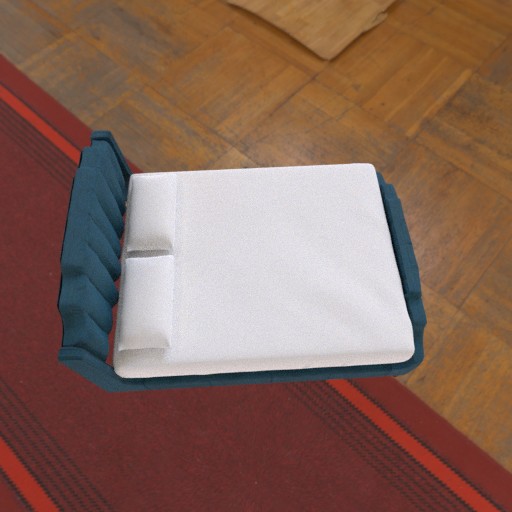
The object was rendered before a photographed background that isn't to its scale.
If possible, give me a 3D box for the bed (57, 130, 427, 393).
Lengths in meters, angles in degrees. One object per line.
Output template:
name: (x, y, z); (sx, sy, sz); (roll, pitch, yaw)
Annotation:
bed: (0.000, 0.000, 3.286); (2.322, 1.351, 1.676); (-3, 63, -1)
